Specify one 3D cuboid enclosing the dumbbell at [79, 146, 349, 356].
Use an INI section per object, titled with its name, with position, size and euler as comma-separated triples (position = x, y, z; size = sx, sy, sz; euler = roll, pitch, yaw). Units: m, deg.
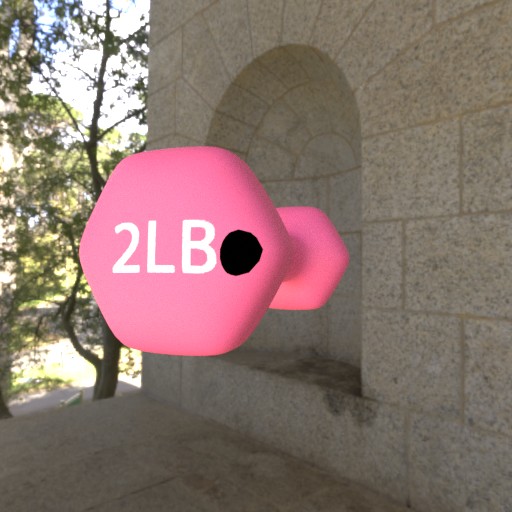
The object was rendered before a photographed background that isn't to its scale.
[dumbbell]
position = 0.000, 0.000, 0.173
size = 0.058, 0.053, 0.146
euler = 0, -1, 19
